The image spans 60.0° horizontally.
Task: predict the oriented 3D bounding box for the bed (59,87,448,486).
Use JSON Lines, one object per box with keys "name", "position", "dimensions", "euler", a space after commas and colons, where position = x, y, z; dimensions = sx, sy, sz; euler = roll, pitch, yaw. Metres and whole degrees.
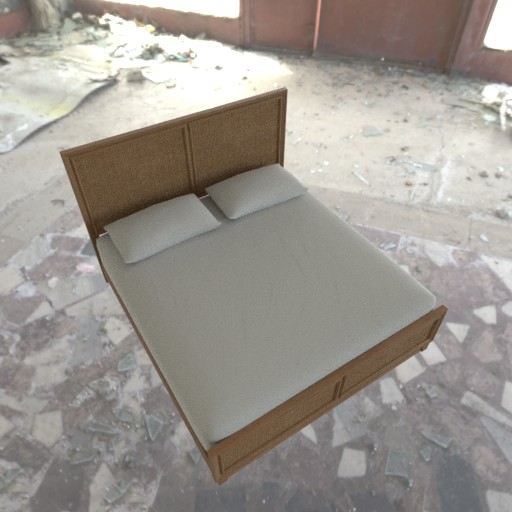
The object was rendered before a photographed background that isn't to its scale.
{"name": "bed", "position": [0.000, 0.000, 3.444], "dimensions": [2.003, 1.387, 2.184], "euler": [-24, 50, -23]}
